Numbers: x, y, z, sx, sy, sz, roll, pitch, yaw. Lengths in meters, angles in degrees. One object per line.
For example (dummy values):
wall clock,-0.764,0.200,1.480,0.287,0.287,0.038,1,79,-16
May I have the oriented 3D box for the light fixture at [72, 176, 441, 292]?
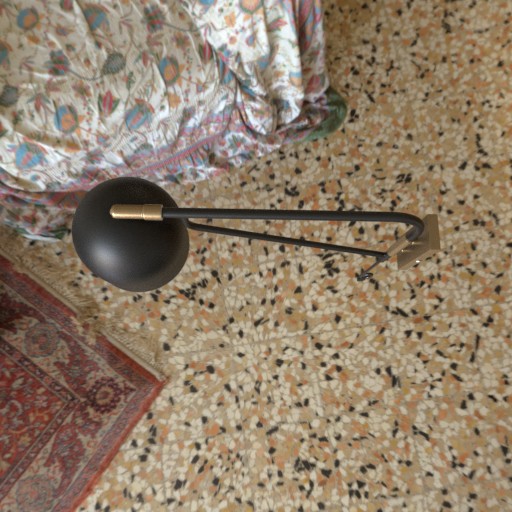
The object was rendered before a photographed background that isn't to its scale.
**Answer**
light fixture,0.000,0.000,1.086,0.720,0.696,0.215,0,77,0
